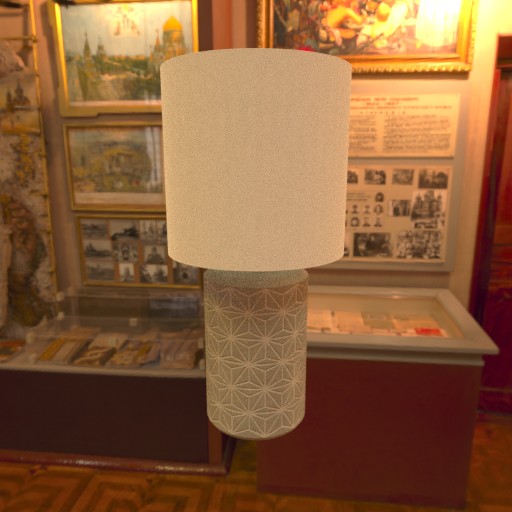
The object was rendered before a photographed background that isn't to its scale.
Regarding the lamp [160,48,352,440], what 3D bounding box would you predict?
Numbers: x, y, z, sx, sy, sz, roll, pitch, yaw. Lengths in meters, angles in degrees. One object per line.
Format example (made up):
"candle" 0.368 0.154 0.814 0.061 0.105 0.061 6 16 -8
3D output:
"lamp" 0.000 0.000 0.531 0.206 0.416 0.206 2 13 8
